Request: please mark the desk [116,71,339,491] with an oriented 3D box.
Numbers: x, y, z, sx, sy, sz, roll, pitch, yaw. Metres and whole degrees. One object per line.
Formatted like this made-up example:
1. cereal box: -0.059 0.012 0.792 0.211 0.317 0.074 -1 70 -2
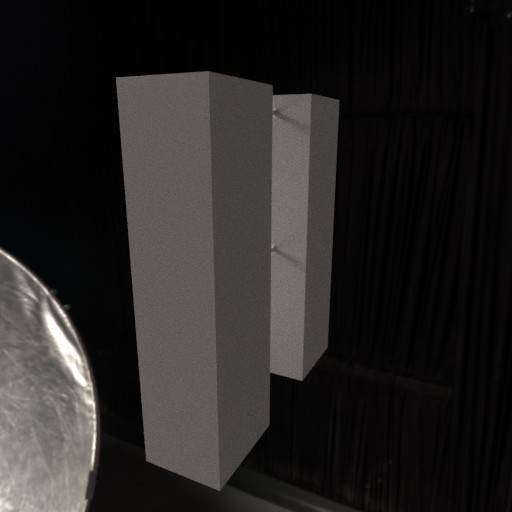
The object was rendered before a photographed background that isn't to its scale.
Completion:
1. desk: 0.000 0.000 2.868 0.480 2.000 1.770 8 17 26
